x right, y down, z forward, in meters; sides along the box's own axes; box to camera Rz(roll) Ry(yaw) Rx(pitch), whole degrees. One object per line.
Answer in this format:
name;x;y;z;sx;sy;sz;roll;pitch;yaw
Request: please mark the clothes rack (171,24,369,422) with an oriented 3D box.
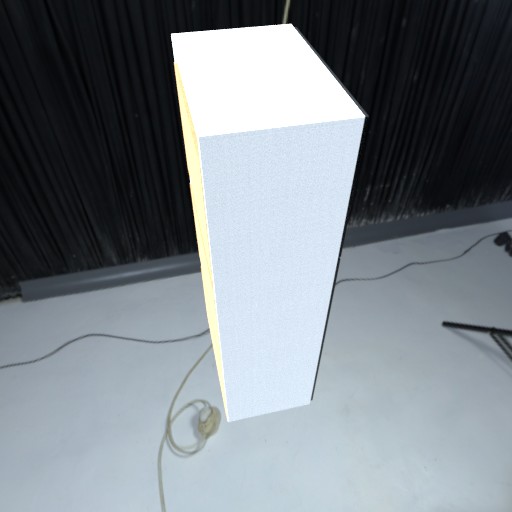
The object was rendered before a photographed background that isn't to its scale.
clothes rack;0.000;0.000;1.404;0.330;1.187;0.500;-9;47;-9
